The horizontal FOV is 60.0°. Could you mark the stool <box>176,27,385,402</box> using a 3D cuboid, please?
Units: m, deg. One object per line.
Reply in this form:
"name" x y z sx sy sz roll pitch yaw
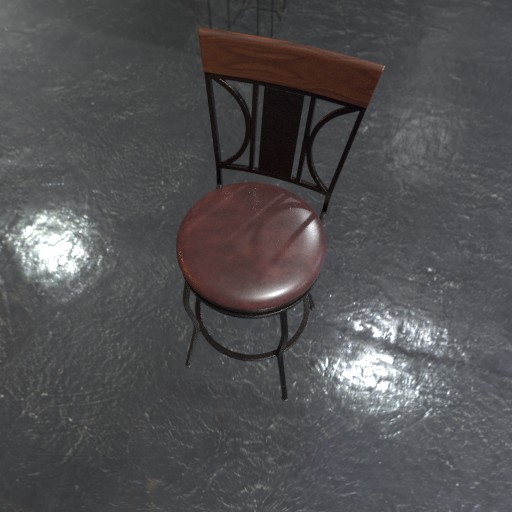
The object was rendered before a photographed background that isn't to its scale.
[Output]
"stool" 0.000 0.000 1.385 0.448 1.130 0.513 16 60 10
